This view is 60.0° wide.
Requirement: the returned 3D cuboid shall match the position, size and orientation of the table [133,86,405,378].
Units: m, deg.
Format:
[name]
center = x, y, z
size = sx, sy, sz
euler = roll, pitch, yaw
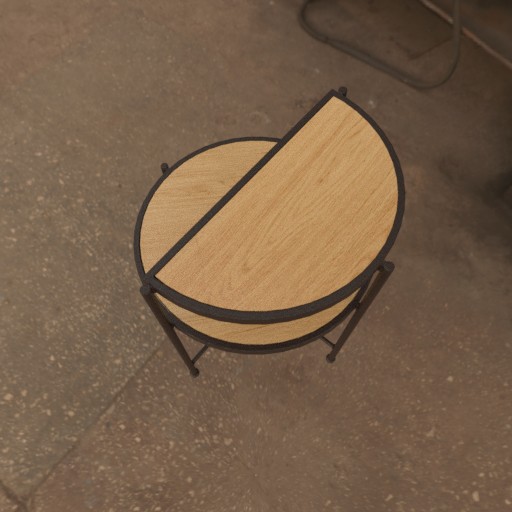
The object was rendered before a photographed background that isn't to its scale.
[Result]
[table]
center = 0.000, 0.000, 1.163
size = 0.628, 0.684, 0.629
euler = 36, 69, 16
